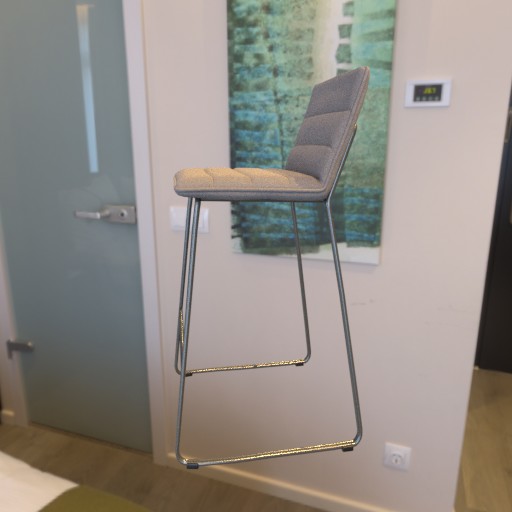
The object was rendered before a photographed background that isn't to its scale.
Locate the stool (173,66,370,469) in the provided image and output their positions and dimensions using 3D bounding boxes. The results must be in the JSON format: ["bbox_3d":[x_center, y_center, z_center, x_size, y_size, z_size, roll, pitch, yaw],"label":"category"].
[{"bbox_3d":[0.000,0.000,1.246,0.490,0.960,0.490,-3,15,-10],"label":"stool"}]
